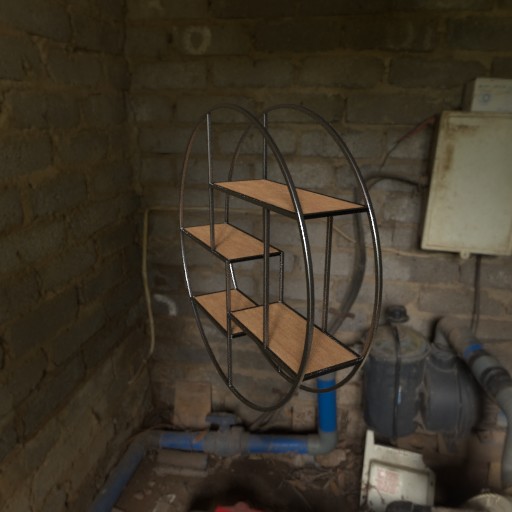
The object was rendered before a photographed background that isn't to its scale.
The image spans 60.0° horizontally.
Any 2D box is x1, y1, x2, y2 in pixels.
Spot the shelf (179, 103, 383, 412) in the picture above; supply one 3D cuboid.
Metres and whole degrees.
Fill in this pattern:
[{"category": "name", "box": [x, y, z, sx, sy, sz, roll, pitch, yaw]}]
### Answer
[{"category": "shelf", "box": [0.000, 0.000, 1.365, 0.202, 0.888, 0.888, -9, 20, -26]}]
